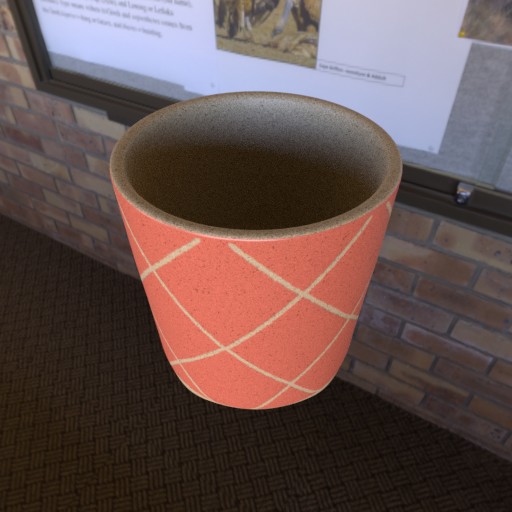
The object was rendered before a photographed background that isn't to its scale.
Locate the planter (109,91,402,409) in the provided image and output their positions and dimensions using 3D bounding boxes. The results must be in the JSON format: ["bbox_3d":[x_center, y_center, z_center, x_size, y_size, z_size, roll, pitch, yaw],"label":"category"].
[{"bbox_3d":[0.000,0.000,0.431,0.227,0.235,0.227,0,42,0],"label":"planter"}]
